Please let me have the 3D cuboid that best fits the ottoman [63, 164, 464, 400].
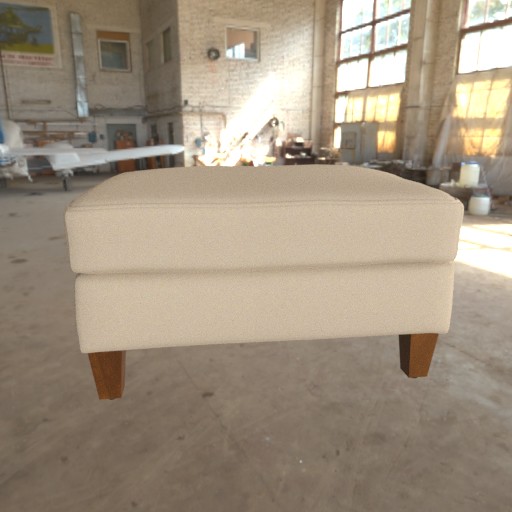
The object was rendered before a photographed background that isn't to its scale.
[{"bbox_3d":[0.000,0.000,1.205,0.818,0.485,0.634,-2,15,-7],"label":"ottoman"}]
